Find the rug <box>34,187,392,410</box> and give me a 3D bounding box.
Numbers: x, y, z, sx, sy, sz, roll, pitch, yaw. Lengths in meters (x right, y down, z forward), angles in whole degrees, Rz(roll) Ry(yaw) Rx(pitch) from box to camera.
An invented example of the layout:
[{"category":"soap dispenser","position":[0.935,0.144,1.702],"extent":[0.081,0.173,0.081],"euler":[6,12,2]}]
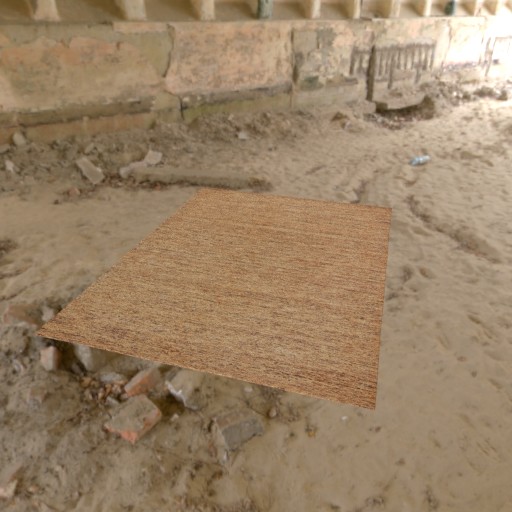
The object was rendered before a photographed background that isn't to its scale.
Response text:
[{"category":"rug","position":[0.000,0.000,4.279],"extent":[2.438,0.012,3.200],"euler":[8,30,15]}]
